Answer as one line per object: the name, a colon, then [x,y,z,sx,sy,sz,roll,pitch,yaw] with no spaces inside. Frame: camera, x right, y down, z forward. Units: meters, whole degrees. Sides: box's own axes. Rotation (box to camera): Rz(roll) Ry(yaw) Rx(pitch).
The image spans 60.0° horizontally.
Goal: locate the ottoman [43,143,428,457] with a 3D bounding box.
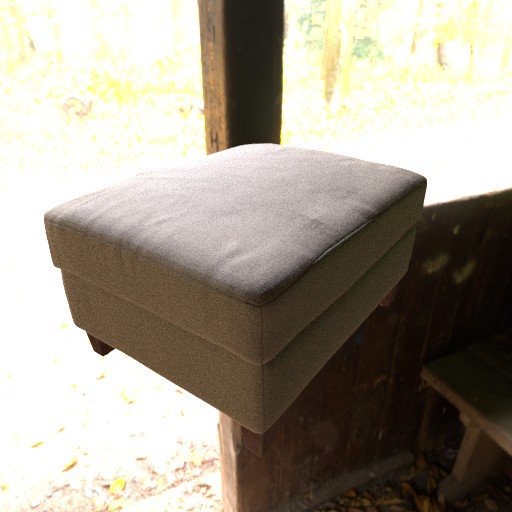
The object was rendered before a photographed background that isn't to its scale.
ottoman: [0.000,0.000,1.298,0.692,0.511,0.902,18,32,32]
